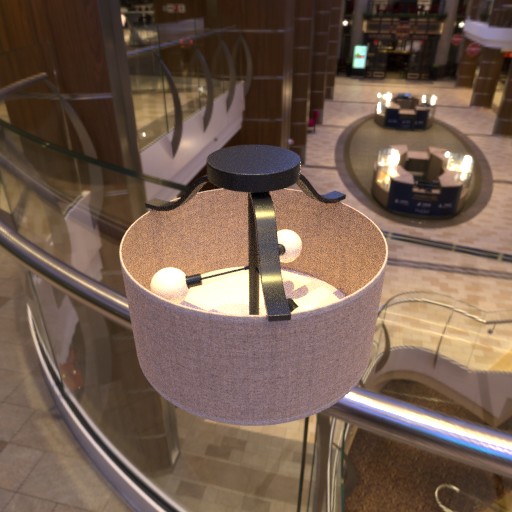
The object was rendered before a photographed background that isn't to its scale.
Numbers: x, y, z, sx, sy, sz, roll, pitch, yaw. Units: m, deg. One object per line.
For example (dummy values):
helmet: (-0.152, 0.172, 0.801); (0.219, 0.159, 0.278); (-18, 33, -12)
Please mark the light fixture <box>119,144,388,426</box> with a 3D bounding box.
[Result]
light fixture: (0.000, 0.000, 0.670); (0.390, 0.306, 0.390); (0, 31, 0)
